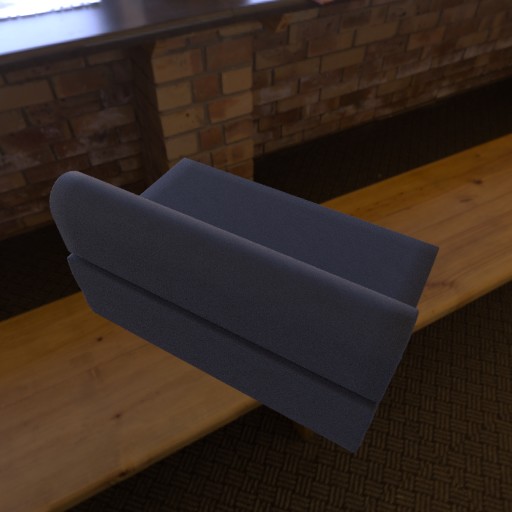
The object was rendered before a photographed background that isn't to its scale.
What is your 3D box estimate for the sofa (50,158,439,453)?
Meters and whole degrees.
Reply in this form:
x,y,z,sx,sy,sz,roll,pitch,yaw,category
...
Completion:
x,y,z,sx,sy,sz,roll,pitch,yaw,category
0.000,0.000,1.688,1.219,0.660,0.762,23,51,20,sofa
